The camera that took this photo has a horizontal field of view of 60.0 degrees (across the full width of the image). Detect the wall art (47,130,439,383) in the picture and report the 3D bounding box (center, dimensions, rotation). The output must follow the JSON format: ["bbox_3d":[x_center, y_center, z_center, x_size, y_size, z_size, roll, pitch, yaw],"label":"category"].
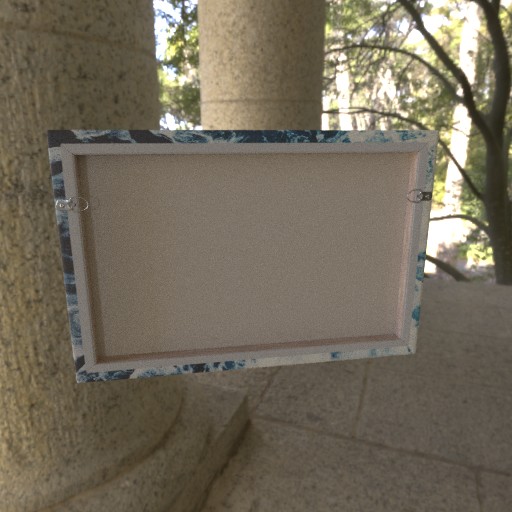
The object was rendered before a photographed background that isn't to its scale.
[{"bbox_3d":[0.000,0.000,1.116,0.915,0.610,0.042,-3,16,-9],"label":"wall art"}]
